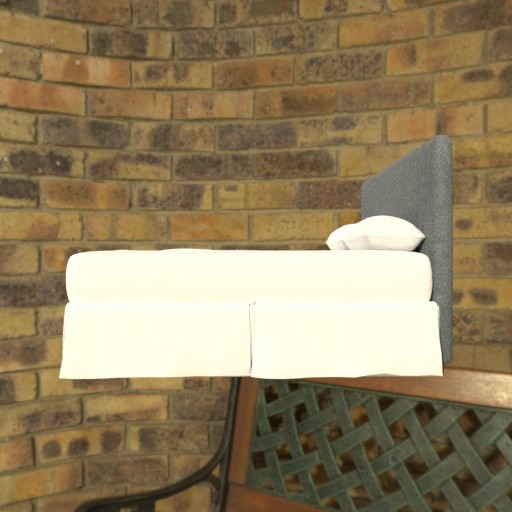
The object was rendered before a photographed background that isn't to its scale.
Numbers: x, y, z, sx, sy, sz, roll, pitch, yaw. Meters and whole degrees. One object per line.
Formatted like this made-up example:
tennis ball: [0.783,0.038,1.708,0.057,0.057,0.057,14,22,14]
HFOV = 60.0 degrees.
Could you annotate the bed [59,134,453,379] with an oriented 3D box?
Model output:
bed: [0.000,0.000,3.162,2.142,1.330,1.723,0,0,0]
